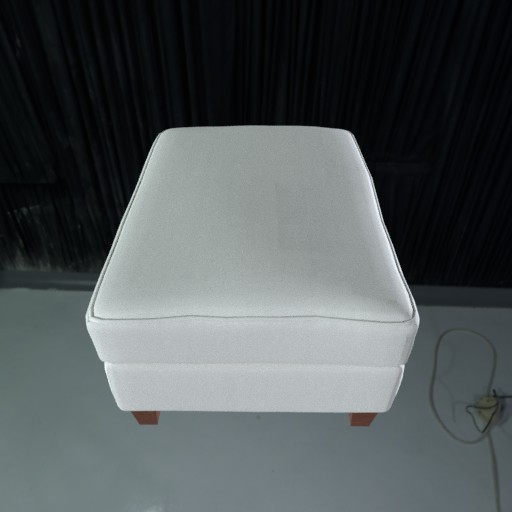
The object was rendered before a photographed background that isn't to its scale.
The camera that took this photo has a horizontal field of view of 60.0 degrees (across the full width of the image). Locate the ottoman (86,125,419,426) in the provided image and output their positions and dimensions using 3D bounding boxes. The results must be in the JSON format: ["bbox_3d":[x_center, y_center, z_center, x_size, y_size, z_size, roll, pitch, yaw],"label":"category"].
[{"bbox_3d":[0.000,0.000,1.212,0.634,0.479,0.818,0,40,0],"label":"ottoman"}]
